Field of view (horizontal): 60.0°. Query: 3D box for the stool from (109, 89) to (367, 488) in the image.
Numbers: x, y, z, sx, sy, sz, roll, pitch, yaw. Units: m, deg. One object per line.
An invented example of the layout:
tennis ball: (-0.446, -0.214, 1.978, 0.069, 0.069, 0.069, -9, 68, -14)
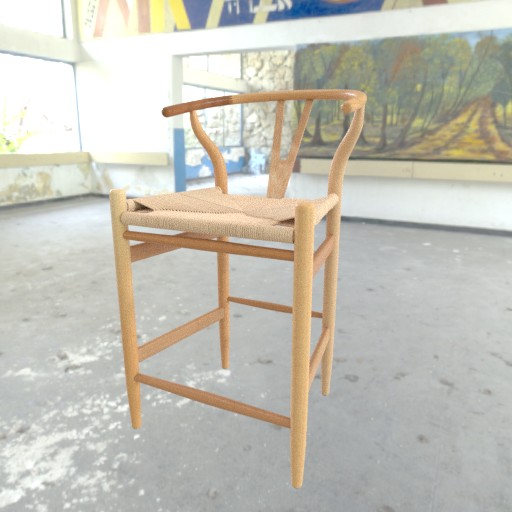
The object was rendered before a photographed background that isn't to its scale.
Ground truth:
stool: (0.000, 0.000, 1.250, 0.536, 0.923, 0.575, 8, 17, 25)
